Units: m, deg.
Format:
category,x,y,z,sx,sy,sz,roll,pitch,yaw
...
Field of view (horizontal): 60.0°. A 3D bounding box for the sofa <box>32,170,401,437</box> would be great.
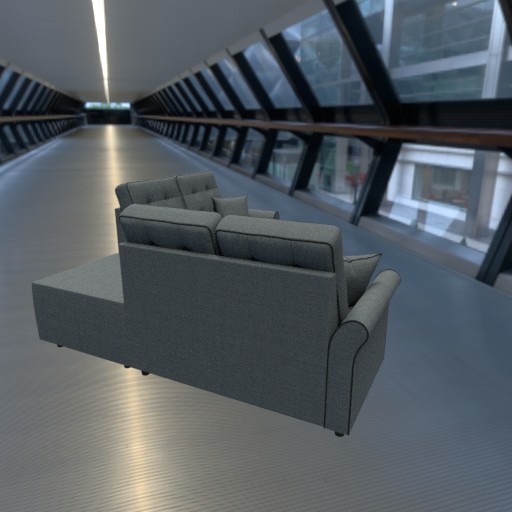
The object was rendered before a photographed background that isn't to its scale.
category,x,y,z,sx,sy,sz,roll,pitch,yaw
sofa,0.000,0.000,3.142,2.068,0.988,2.070,8,18,26
